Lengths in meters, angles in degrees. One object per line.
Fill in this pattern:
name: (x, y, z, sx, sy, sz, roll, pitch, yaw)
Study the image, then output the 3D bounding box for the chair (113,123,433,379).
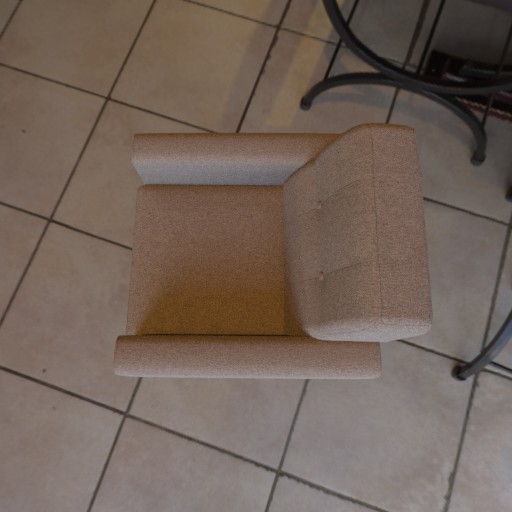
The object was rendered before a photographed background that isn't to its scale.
chair: (0.000, 0.000, 1.561, 0.907, 0.839, 0.831, 1, 76, 0)
